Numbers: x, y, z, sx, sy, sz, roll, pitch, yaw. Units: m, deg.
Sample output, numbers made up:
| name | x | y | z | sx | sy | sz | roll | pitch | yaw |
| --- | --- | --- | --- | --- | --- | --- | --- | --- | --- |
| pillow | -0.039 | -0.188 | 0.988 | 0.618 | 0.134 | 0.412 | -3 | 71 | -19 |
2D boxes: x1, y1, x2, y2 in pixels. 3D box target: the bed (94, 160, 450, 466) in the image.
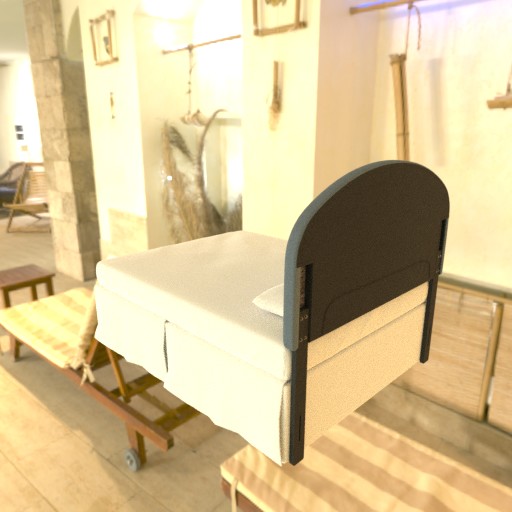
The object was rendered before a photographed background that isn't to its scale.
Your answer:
| name | x | y | z | sx | sy | sz | roll | pitch | yaw |
| --- | --- | --- | --- | --- | --- | --- | --- | --- | --- |
| bed | 0.000 | 0.000 | 3.102 | 1.607 | 1.410 | 2.005 | -15 | 22 | -42 |
